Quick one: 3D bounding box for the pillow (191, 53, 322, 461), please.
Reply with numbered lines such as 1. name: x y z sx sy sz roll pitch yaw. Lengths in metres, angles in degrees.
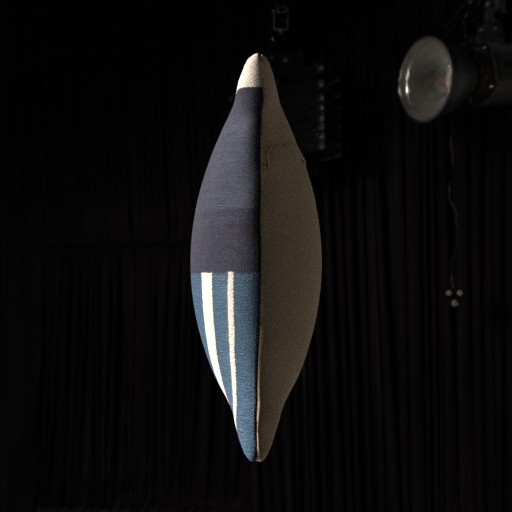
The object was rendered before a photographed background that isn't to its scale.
1. pillow: 0.000 0.000 0.797 0.229 0.506 0.536 0 -1 0
